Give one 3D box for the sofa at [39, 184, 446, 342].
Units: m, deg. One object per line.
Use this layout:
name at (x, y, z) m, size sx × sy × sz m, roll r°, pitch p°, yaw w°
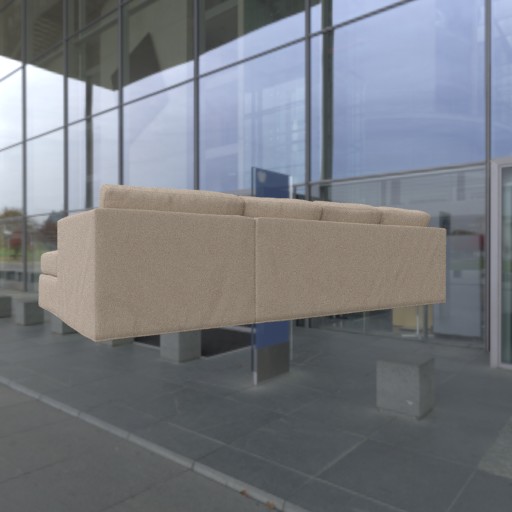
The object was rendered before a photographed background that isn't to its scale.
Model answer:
sofa at (0.000, 0.000, 3.834) m, size 3.177 × 0.867 × 1.622 m, roll 0°, pitch 0°, yaw -35°
